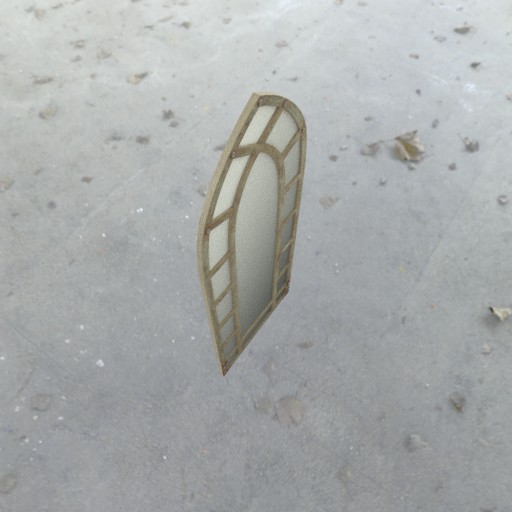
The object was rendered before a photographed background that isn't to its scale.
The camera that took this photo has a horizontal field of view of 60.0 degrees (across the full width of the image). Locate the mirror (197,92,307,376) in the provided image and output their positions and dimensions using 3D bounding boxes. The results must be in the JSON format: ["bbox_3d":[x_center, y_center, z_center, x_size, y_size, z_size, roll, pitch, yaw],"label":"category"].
[{"bbox_3d":[0.000,0.000,1.347,0.025,1.175,0.464,31,63,18],"label":"mirror"}]
